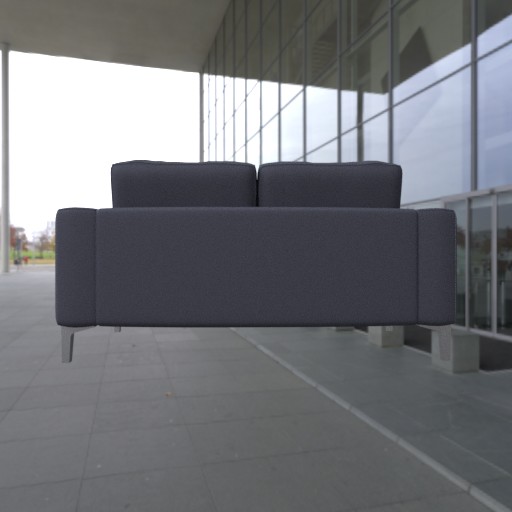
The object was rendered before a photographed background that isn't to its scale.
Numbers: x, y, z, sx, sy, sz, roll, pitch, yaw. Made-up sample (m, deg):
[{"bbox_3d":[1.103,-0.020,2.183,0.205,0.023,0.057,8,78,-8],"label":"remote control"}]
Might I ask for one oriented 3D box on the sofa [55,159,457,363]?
[{"bbox_3d":[0.000,0.000,2.257,1.726,0.893,0.833,0,0,-1],"label":"sofa"}]
